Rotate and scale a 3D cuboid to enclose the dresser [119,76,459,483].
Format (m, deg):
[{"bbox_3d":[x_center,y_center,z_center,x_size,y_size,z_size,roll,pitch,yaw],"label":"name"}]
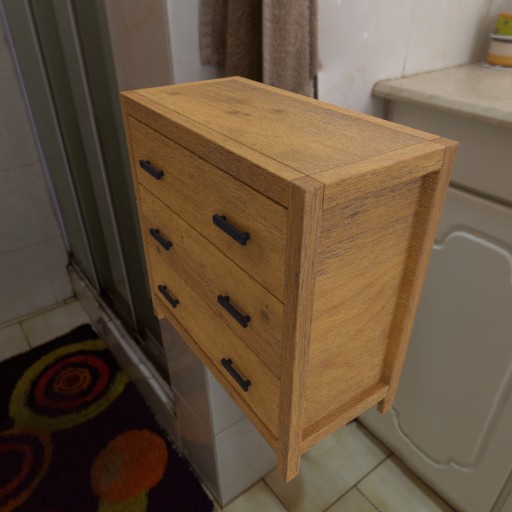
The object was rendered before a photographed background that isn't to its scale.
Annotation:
[{"bbox_3d":[0.000,0.000,1.268,0.427,0.804,0.804,-21,38,-29],"label":"dresser"}]
